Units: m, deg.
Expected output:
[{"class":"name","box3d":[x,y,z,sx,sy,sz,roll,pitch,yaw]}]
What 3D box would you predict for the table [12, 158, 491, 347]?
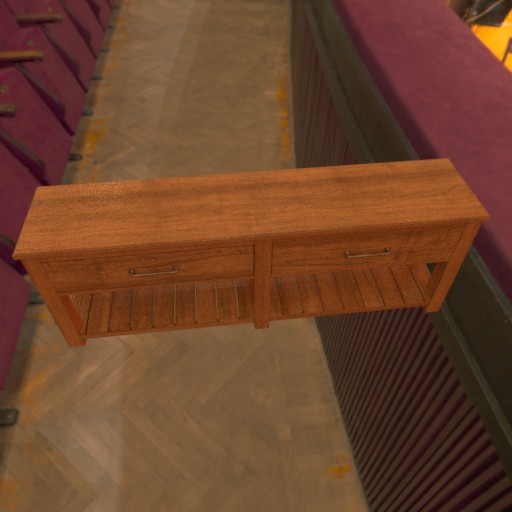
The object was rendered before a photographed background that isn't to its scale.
[{"class":"table","box3d":[0.000,0.000,2.030,1.815,0.635,0.425,-5,47,-5]}]
